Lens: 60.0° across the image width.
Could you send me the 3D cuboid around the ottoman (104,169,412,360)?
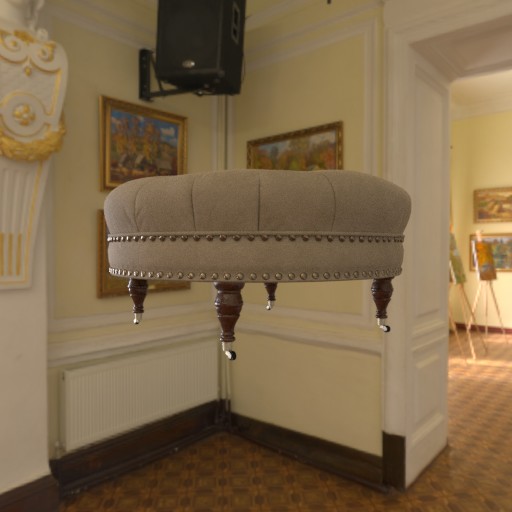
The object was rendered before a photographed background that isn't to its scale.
[{"bbox_3d":[0.000,0.000,1.351,0.901,0.439,0.901,0,1,0],"label":"ottoman"}]
